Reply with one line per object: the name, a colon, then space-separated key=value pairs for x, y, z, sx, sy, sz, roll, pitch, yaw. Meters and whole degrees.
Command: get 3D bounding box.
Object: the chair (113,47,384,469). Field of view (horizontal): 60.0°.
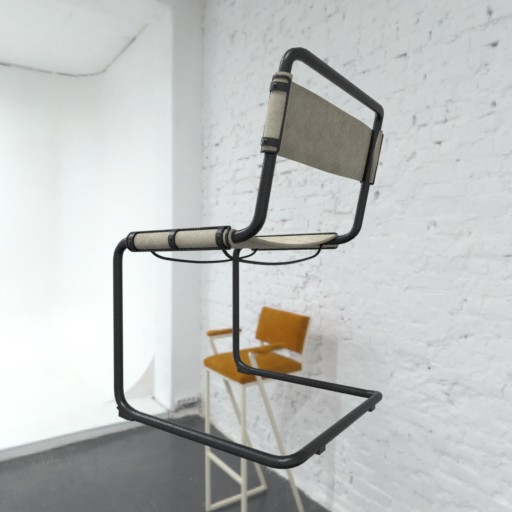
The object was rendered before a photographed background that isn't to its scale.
chair: x=0.000 y=0.000 z=1.083 sx=0.497 sy=0.747 sz=0.499 roll=1 pitch=1 yaw=35
